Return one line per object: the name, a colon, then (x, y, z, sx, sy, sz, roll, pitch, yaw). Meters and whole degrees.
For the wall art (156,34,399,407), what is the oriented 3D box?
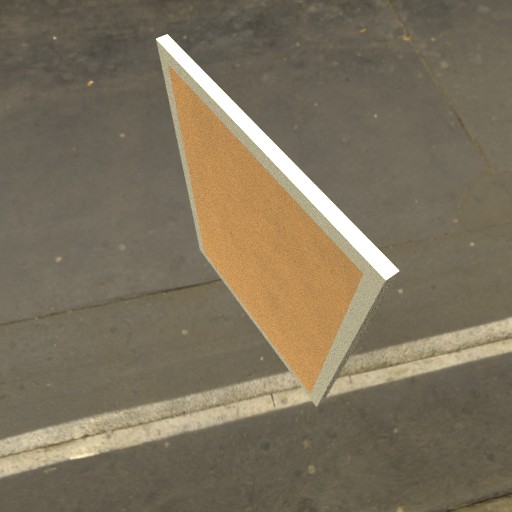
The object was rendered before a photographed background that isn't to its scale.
wall art: (0.000, 0.000, 1.101, 0.026, 0.811, 0.661, -31, 64, -17)
